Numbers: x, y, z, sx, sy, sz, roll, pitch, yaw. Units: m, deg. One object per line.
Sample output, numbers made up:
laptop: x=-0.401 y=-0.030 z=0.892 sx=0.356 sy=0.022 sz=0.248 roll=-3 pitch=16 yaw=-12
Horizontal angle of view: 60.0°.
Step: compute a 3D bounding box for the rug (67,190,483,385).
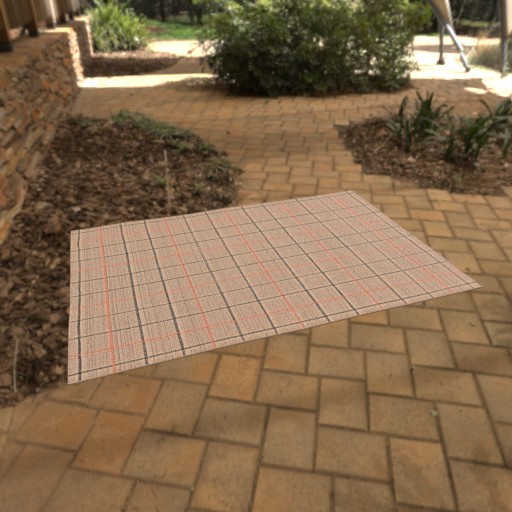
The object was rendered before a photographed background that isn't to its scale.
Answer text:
rug: x=0.000 y=0.000 z=2.311 sx=1.829 sy=0.013 sz=1.220 roll=-10 pitch=33 yaw=-16
